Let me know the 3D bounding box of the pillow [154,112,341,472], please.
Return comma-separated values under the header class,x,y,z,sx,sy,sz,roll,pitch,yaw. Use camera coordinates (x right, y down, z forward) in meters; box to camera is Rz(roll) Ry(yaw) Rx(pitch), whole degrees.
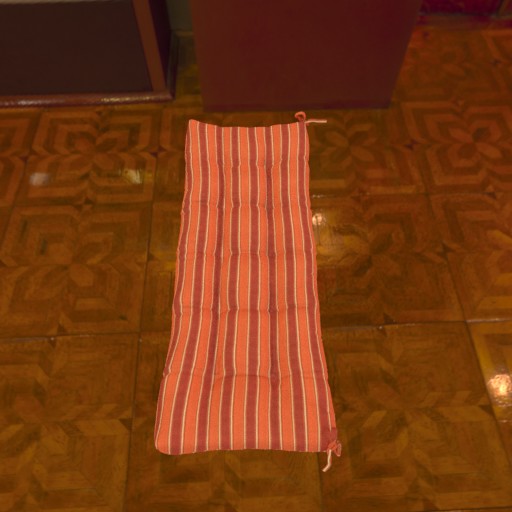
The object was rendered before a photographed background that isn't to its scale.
class,x,y,z,sx,sy,sz,roll,pitch,yaw
pillow,0.000,0.000,1.360,0.511,0.174,1.194,0,59,0
